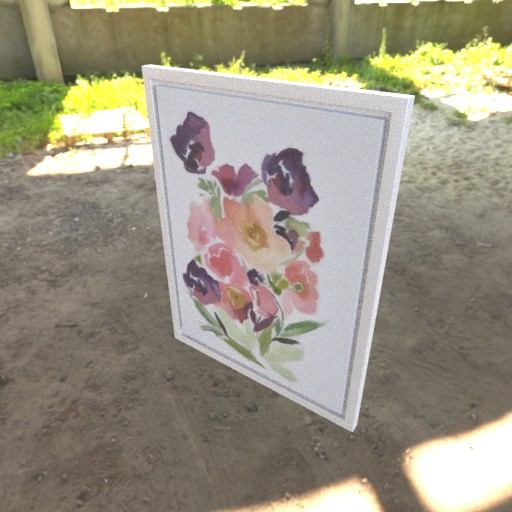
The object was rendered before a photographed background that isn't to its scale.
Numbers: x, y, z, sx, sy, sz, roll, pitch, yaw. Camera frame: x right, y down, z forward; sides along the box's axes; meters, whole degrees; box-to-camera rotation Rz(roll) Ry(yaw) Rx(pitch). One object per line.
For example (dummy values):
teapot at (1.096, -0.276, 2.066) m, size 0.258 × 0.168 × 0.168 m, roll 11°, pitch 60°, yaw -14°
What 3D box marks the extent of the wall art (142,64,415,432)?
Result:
wall art at (0.000, 0.000, 1.401) m, size 0.805 × 1.056 × 0.042 m, roll 20°, pitch 36°, yaw 30°
